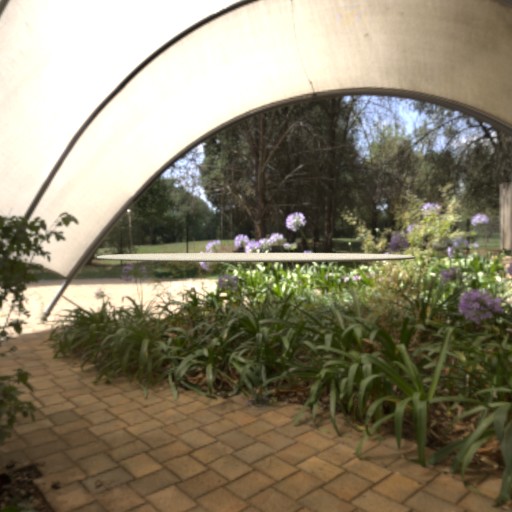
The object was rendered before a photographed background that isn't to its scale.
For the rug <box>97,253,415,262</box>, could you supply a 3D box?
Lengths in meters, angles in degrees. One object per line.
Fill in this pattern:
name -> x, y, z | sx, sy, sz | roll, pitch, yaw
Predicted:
rug -> 0.000, 0.000, 2.355 | 1.593, 0.012, 1.593 | 0, 1, 0
